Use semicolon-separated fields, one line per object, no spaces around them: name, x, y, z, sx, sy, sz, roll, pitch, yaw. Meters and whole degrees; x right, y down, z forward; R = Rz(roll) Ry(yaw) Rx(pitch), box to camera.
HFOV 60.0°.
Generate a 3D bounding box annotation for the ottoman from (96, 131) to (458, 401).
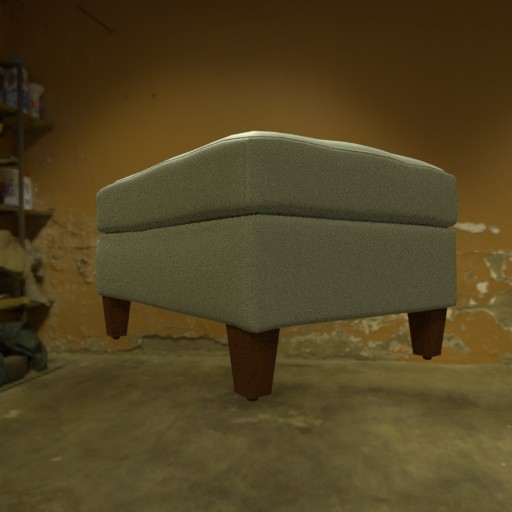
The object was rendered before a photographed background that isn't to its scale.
ottoman;0.000;0.000;1.193;0.634;0.496;0.818;0;0;-36
